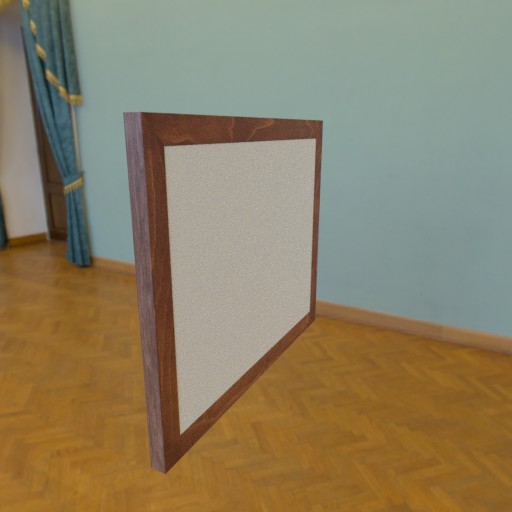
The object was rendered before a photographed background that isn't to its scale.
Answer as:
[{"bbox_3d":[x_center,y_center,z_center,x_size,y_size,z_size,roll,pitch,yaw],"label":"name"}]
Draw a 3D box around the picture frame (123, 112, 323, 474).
[{"bbox_3d":[0.000,0.000,0.768,0.025,0.457,0.559,8,18,27],"label":"picture frame"}]
